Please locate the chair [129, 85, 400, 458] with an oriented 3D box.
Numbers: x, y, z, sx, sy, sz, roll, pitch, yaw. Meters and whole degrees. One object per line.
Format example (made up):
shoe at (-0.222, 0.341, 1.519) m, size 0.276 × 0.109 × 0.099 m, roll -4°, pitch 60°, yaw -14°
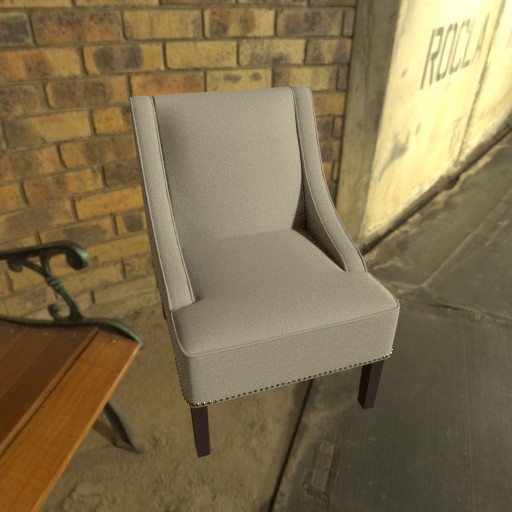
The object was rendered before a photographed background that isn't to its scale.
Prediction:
chair at (0.000, 0.000, 1.388) m, size 0.610 × 0.864 × 0.737 m, roll -10°, pitch 33°, yaw -16°
